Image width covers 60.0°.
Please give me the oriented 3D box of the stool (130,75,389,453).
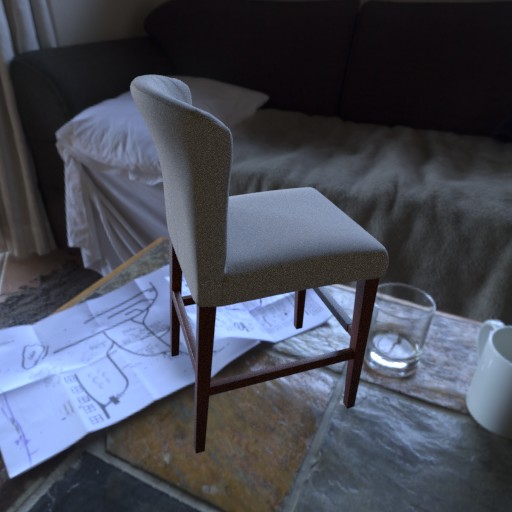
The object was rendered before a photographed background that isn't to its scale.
[{"bbox_3d":[0.000,0.000,1.268,0.568,0.968,0.479,-10,32,-16],"label":"stool"}]
